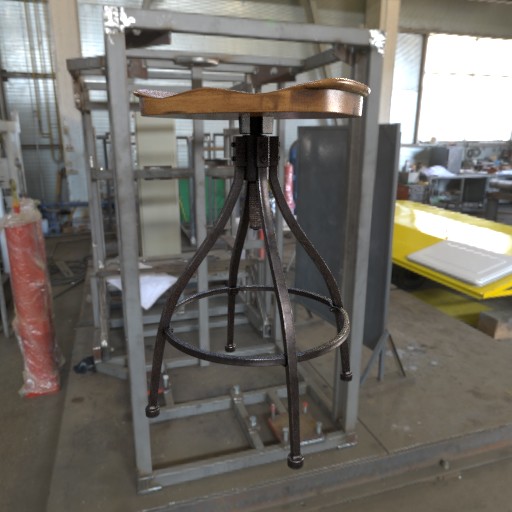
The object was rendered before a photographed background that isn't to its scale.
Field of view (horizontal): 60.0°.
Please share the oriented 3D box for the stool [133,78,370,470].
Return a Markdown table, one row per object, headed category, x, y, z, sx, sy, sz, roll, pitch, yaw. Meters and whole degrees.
| category | x | y | z | sx | sy | sz | roll | pitch | yaw |
| --- | --- | --- | --- | --- | --- | --- | --- | --- | --- |
| stool | 0.000 | 0.000 | 0.975 | 0.432 | 0.694 | 0.424 | 8 | 17 | 26 |
